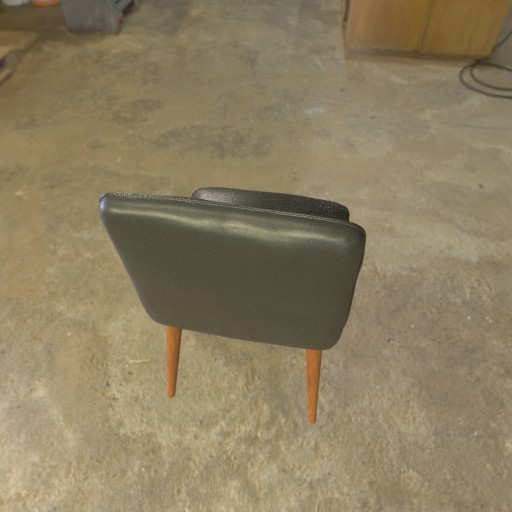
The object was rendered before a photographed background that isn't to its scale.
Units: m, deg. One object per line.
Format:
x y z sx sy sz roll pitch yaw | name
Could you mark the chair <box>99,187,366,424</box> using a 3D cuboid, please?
0.000 0.000 1.240 0.543 0.801 0.645 4 46 4 | chair
